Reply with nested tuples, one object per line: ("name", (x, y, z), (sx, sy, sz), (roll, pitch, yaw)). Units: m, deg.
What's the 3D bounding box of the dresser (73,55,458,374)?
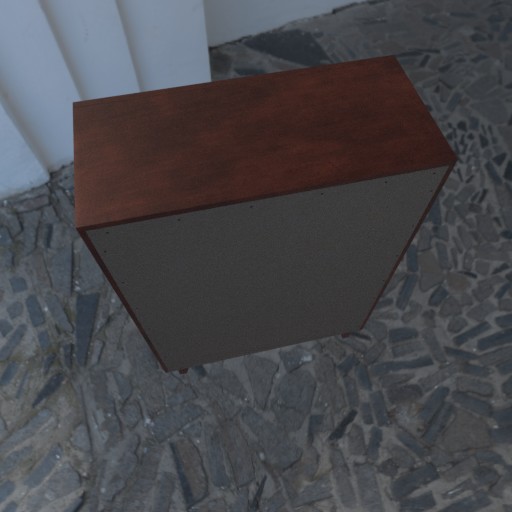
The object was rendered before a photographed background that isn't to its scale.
("dresser", (0.000, 0.000, 1.984), (1.072, 1.514, 0.506), (-11, 60, -6))
